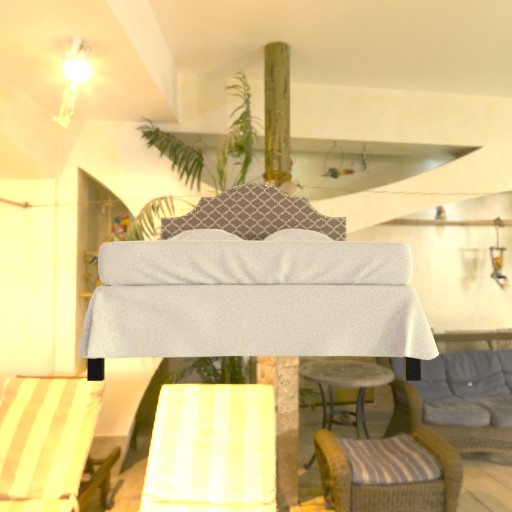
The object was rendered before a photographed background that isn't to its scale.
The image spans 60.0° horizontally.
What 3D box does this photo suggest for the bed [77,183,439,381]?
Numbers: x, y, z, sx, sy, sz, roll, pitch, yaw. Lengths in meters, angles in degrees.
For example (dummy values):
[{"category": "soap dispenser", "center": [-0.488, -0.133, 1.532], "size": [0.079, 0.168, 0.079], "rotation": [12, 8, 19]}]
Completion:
[{"category": "bed", "center": [0.000, 0.000, 3.737], "size": [2.314, 1.601, 2.222], "rotation": [0, -2, 0]}]
